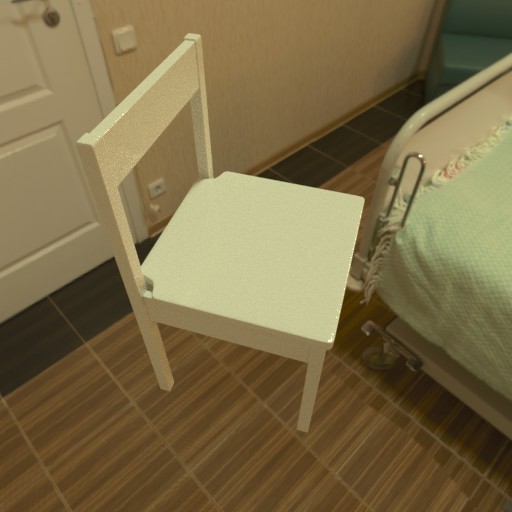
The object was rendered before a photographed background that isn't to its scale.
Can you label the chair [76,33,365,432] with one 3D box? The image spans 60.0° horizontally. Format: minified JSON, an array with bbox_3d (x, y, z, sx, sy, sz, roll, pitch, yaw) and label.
[{"bbox_3d":[0.000,0.000,0.869,0.361,0.668,0.367,13,49,11],"label":"chair"}]
